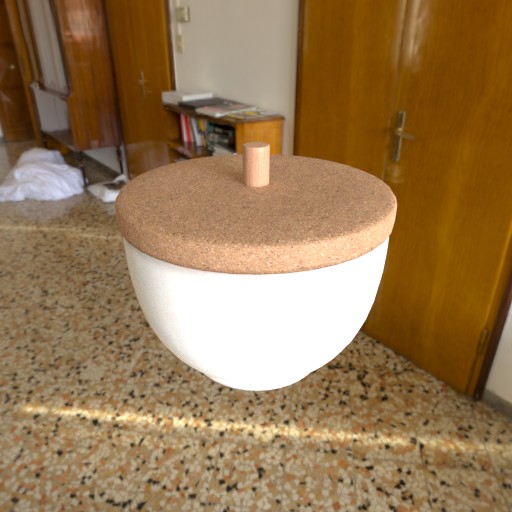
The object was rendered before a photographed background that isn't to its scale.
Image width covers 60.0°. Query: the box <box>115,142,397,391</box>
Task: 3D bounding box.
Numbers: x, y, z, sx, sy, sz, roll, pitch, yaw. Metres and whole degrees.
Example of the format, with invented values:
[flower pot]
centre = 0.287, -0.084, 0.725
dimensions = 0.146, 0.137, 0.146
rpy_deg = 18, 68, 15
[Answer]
[box]
centre = 0.000, 0.000, 0.188
dimensions = 0.107, 0.094, 0.107
rpy_deg = 0, 27, 0
